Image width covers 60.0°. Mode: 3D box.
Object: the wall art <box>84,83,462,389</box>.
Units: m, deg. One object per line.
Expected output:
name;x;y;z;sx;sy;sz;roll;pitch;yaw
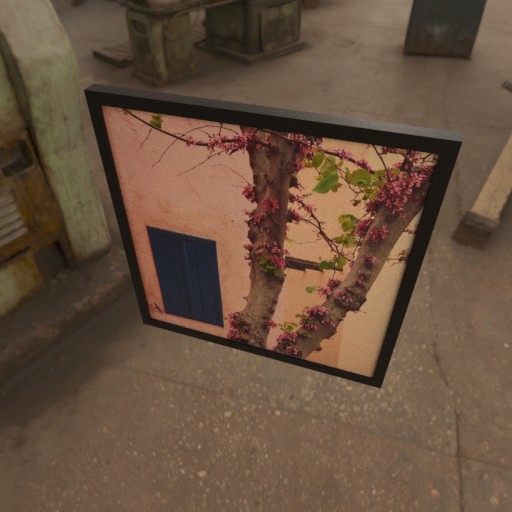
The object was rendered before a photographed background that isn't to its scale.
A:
wall art;0.000;0.000;1.117;0.762;0.762;0.038;12;42;14
